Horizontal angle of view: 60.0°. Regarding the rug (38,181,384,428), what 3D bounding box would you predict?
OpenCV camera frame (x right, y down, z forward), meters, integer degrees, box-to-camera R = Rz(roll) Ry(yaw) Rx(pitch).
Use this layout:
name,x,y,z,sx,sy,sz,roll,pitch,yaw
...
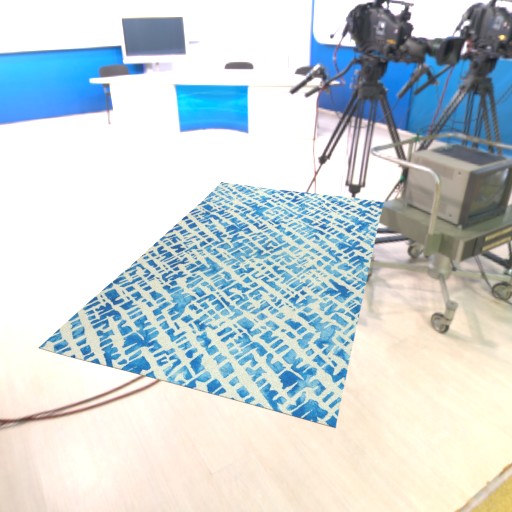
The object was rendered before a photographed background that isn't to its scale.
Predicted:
name,x,y,z,sx,sy,sz,roll,pitch,yaw
rug,0.000,0.000,3.048,1.520,0.011,2.447,10,32,16
